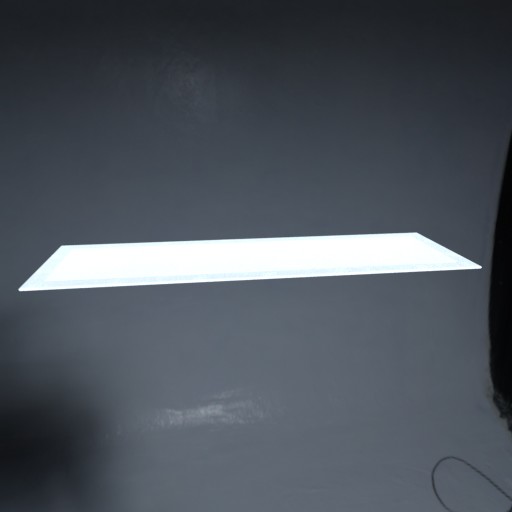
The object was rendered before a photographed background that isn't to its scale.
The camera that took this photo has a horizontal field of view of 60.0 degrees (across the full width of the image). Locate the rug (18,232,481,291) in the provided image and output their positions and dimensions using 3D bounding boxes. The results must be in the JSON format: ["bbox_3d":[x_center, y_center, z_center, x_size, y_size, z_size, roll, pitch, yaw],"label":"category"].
[{"bbox_3d":[0.000,0.000,2.657,2.430,0.012,0.759,-2,18,-8],"label":"rug"}]
